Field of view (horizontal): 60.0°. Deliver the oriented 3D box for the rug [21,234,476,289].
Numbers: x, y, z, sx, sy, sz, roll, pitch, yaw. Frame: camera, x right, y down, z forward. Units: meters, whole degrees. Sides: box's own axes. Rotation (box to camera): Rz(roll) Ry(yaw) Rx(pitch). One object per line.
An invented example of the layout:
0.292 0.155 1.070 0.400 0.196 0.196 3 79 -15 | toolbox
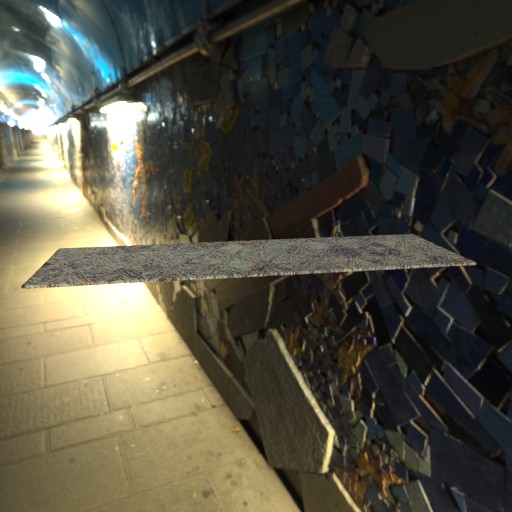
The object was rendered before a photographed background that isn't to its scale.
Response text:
0.000 0.000 2.522 2.292 0.015 0.688 -3 16 -9 | rug
